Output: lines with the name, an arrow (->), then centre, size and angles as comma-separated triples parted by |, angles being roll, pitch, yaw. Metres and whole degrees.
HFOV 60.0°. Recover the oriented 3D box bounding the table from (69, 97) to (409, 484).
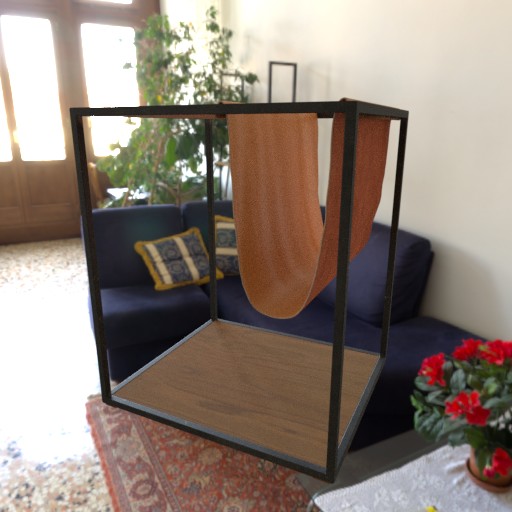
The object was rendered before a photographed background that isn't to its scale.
table -> 0.000, 0.000, 0.838 | 0.450, 0.536, 0.399 | 8, 18, 25
